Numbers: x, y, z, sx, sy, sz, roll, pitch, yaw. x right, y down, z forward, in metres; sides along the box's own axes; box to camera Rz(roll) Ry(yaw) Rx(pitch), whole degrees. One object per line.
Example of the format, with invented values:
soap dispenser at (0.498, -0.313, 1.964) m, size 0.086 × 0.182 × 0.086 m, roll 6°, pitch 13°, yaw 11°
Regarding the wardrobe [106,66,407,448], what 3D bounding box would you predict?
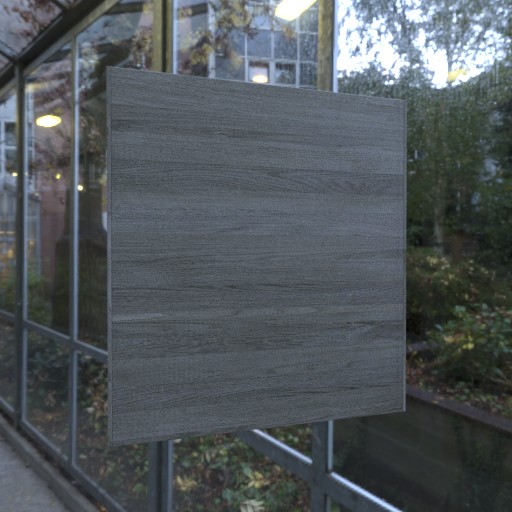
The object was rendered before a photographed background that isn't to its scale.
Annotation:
wardrobe at (0.000, 0.000, 2.825) m, size 1.780 × 1.960 × 0.629 m, roll 0°, pitch 1°, yaw -17°
